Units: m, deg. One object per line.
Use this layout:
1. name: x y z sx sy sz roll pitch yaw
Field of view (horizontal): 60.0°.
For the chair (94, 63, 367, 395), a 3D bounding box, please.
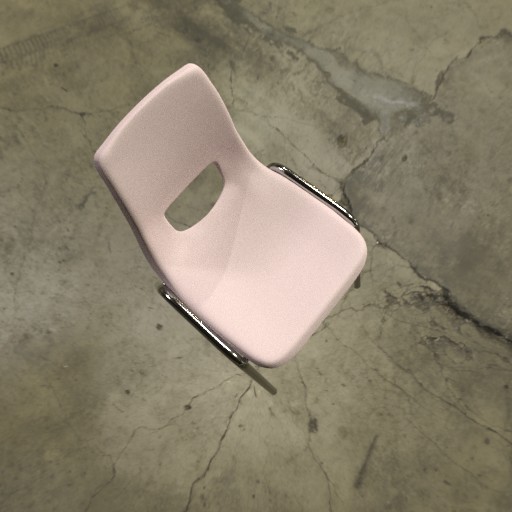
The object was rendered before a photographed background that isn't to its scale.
1. chair: 0.000 0.000 0.901 0.436 0.653 0.381 39 78 10
